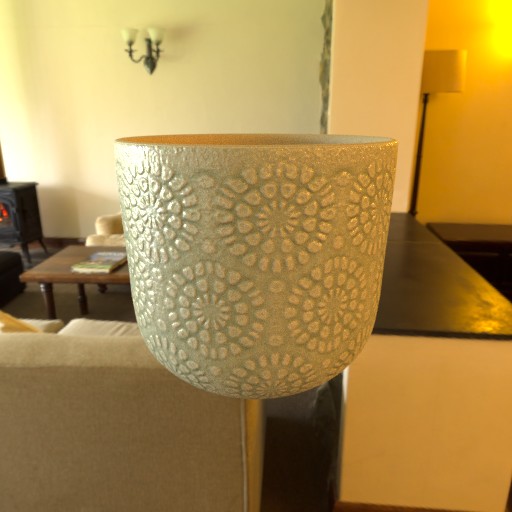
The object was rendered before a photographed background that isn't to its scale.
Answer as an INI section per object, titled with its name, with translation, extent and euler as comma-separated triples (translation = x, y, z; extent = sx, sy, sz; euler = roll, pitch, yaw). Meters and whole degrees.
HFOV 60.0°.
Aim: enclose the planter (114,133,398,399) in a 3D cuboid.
[planter]
translation = 0.000, 0.000, 0.297
extent = 0.169, 0.153, 0.169
euler = 0, 17, 0
